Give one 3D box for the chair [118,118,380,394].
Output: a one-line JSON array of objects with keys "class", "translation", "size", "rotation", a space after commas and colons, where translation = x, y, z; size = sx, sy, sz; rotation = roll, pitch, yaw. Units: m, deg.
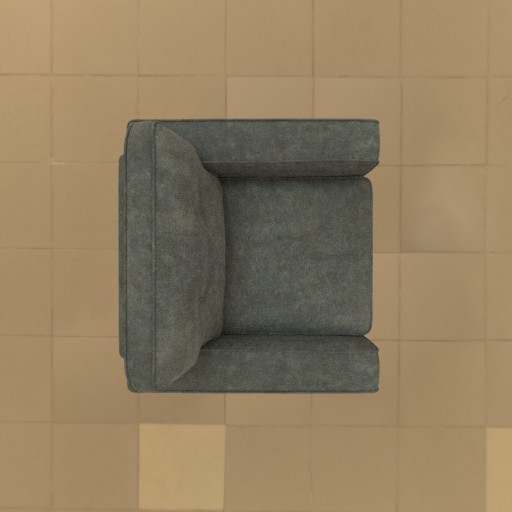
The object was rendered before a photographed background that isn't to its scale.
[{"class": "chair", "translation": [0.000, 0.000, 1.769], "size": [0.939, 0.965, 1.015], "rotation": [0, 90, 0]}]
